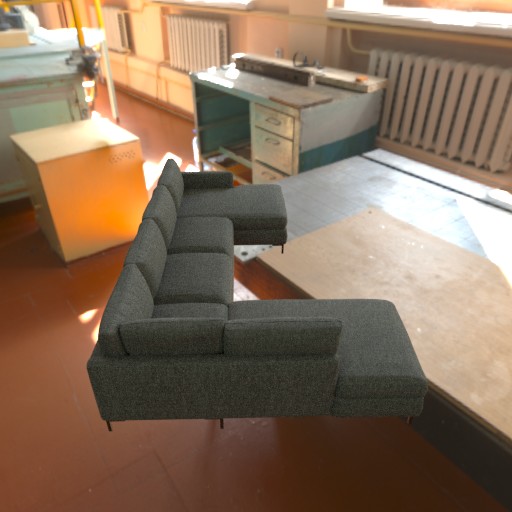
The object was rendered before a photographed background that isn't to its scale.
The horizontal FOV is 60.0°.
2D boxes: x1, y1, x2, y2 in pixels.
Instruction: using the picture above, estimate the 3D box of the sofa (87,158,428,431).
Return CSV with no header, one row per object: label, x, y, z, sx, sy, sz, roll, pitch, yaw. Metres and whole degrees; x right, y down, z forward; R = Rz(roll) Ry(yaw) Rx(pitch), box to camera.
sofa,0.000,0.000,3.570,1.879,0.756,2.737,-1,33,-1
